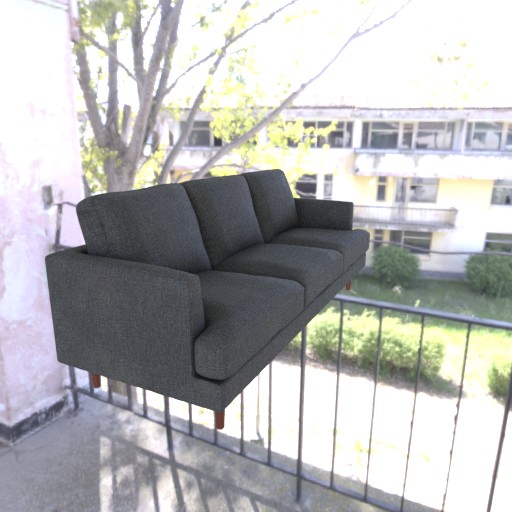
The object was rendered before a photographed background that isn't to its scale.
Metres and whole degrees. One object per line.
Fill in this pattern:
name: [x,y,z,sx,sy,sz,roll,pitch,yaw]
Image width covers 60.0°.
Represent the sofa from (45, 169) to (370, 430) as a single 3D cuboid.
sofa: [0.000,0.000,2.691,0.903,0.930,2.246,7,16,26]
